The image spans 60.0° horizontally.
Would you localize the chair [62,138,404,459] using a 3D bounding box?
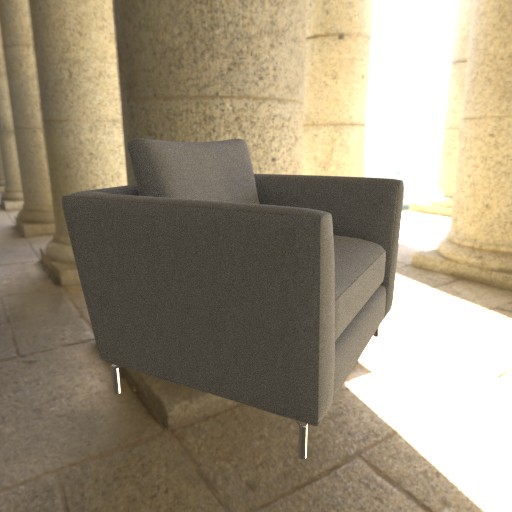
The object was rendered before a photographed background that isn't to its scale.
[{"bbox_3d":[0.000,0.000,1.685,0.889,0.864,1.041,8,17,27],"label":"chair"}]
